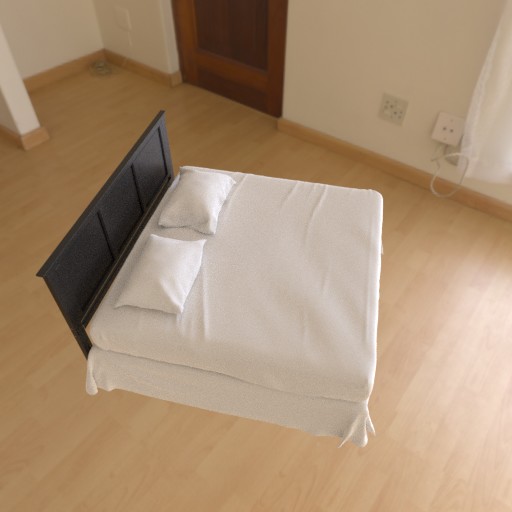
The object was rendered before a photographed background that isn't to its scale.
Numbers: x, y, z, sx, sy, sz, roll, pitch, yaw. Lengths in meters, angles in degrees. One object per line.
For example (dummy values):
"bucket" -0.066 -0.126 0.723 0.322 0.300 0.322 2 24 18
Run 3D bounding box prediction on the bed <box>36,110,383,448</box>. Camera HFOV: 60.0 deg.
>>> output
"bed" 0.000 0.000 3.595 2.219 1.271 2.315 9 47 9
